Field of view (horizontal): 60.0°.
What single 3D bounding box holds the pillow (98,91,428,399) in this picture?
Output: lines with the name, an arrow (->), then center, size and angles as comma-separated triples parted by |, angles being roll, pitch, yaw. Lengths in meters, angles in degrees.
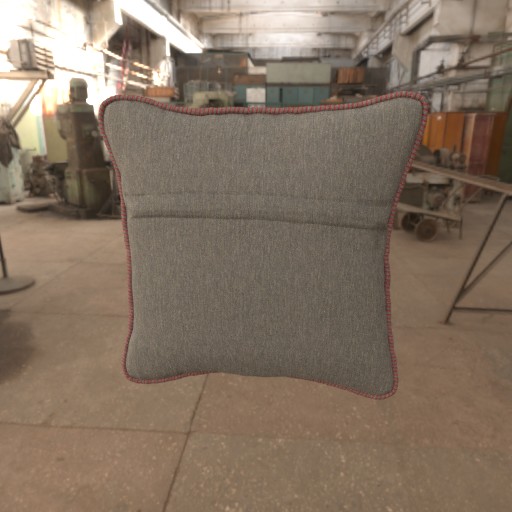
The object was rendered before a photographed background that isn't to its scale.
pillow -> 0.000, 0.000, 0.706 | 0.482, 0.491, 0.124 | 2, 17, 6
